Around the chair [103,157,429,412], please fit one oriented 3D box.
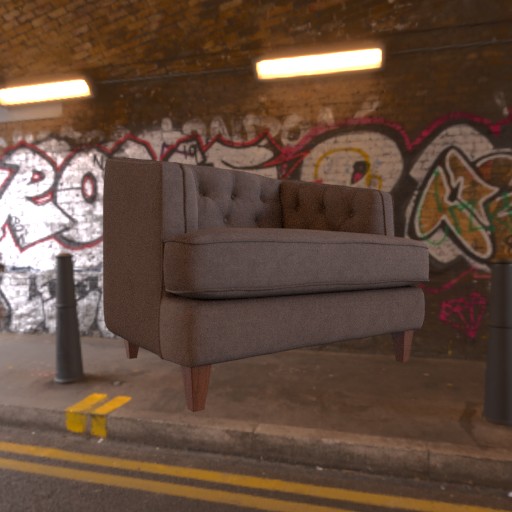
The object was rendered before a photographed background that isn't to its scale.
[{"bbox_3d":[0.000,0.000,1.798,1.104,0.852,0.941,0,0,-36],"label":"chair"}]
